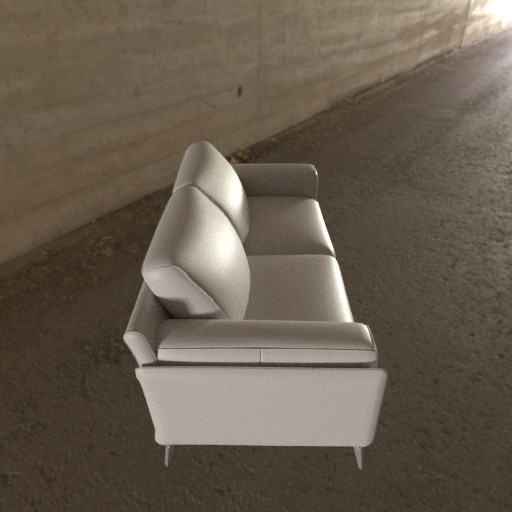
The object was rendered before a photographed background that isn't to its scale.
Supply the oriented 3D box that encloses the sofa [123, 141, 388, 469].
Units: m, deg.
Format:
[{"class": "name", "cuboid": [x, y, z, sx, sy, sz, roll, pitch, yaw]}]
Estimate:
[{"class": "sofa", "cuboid": [0.000, 0.000, 2.556, 1.049, 0.930, 2.101, 0, 32, 0]}]
